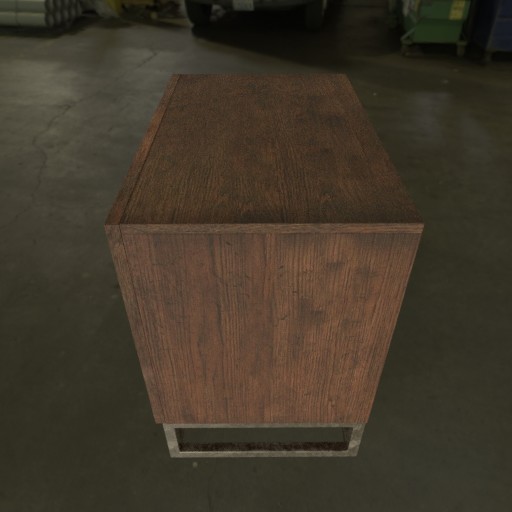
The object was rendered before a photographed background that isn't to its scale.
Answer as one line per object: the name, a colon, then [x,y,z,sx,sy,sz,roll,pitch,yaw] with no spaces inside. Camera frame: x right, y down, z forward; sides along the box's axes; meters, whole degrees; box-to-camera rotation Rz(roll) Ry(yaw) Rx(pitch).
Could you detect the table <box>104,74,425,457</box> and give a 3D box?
table: [0.000,0.000,1.226,0.542,0.746,0.767,0,39,0]
